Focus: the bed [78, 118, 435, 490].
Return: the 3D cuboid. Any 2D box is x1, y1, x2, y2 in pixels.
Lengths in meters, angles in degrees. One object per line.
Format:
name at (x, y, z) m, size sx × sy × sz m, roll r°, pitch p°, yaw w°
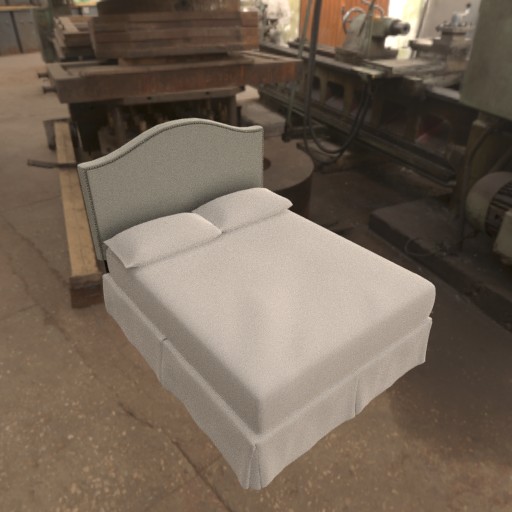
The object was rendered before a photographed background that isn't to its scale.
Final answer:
bed at (0.000, 0.000, 3.344) m, size 1.813 × 1.607 × 2.180 m, roll -23°, pitch 38°, yaw -32°
